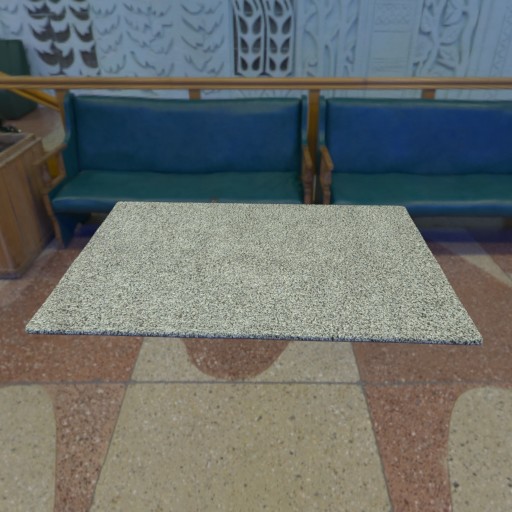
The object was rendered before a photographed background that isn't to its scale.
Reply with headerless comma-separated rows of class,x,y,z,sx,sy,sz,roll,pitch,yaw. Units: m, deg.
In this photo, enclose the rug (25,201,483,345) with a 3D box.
rug,0.000,0.000,2.230,1.778,0.030,1.219,1,31,2
